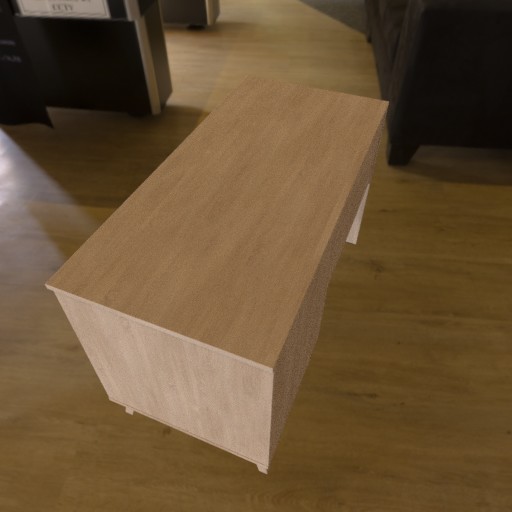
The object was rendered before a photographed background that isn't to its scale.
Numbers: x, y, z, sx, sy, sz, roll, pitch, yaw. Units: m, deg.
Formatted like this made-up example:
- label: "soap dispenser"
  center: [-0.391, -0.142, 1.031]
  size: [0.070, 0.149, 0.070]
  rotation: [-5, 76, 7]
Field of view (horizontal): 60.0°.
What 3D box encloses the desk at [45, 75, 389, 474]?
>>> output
- label: "desk"
  center: [0.000, 0.000, 1.682]
  size: [0.600, 0.770, 1.251]
  rotation: [17, 49, 15]
